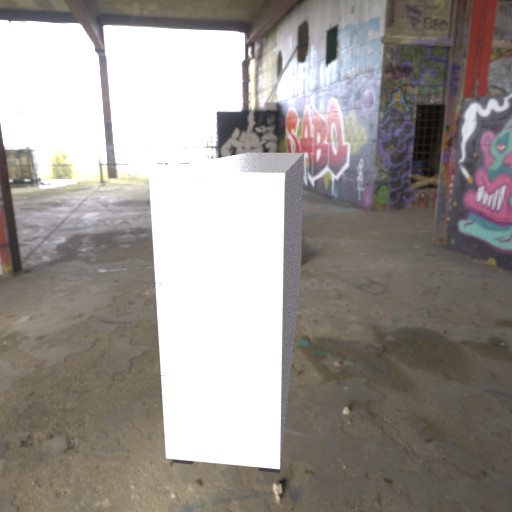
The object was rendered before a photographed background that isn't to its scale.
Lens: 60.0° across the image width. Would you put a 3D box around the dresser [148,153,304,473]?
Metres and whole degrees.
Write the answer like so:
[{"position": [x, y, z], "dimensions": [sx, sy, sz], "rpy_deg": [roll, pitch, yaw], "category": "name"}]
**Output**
[{"position": [0.000, 0.000, 1.837], "dimensions": [0.333, 0.790, 1.535], "rpy_deg": [2, 15, 7], "category": "dresser"}]
